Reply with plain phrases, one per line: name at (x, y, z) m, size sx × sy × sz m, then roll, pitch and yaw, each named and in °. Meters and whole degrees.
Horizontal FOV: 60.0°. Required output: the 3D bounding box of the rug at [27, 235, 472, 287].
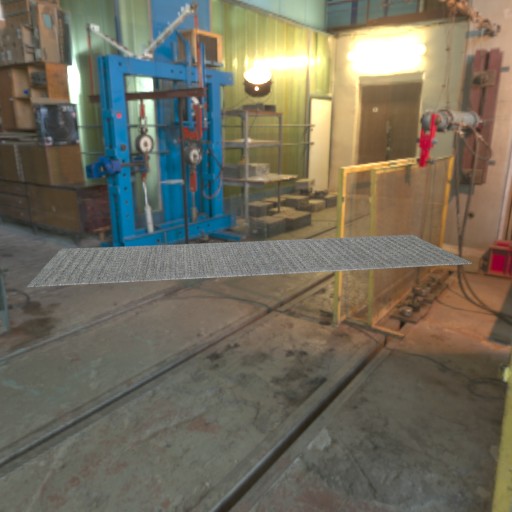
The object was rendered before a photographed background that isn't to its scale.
rug at (0.000, 0.000, 2.727) m, size 2.443 × 0.009 × 0.706 m, roll -3°, pitch 17°, yaw -9°
